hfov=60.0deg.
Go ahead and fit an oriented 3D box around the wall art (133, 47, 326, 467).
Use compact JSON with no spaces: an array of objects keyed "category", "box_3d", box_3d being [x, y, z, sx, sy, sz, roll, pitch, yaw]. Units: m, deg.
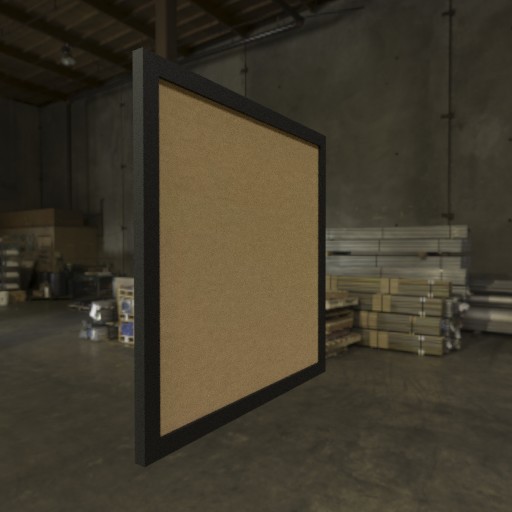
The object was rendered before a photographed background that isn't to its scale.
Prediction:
[{"category":"wall art","box_3d":[0.000,0.000,0.525,0.013,0.356,0.356,1,1,34]}]
